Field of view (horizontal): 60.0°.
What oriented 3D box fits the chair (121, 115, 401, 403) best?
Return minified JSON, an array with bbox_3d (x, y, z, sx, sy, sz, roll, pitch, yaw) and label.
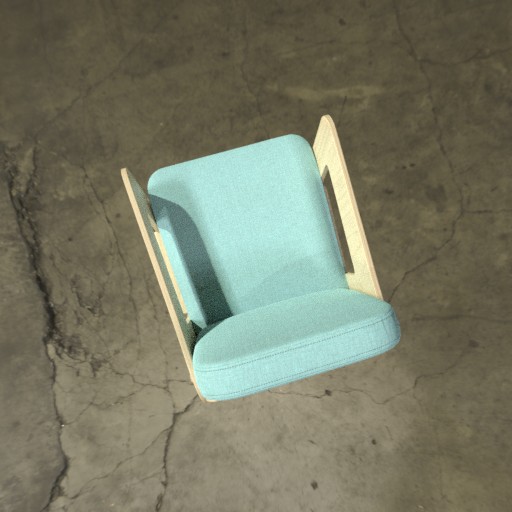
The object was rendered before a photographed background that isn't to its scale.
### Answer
[{"bbox_3d":[0.000,0.000,1.289,0.590,0.800,0.710,-16,75,-4],"label":"chair"}]
